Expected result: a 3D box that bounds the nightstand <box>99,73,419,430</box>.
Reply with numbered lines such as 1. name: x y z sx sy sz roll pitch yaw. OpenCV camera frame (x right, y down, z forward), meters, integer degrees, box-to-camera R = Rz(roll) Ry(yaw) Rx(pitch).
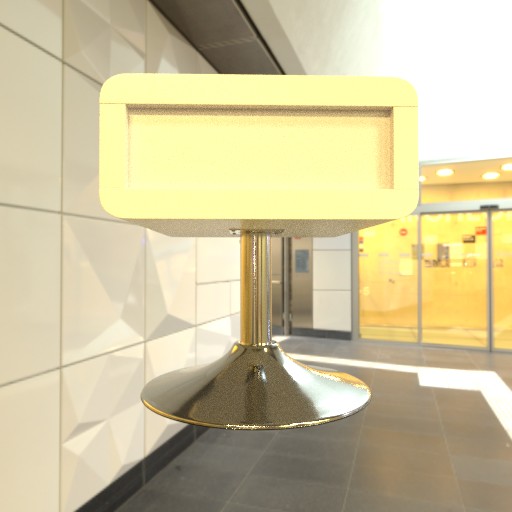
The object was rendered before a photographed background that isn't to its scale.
1. nightstand: 0.000 0.000 0.752 0.399 0.447 0.404 0 -1 -2
